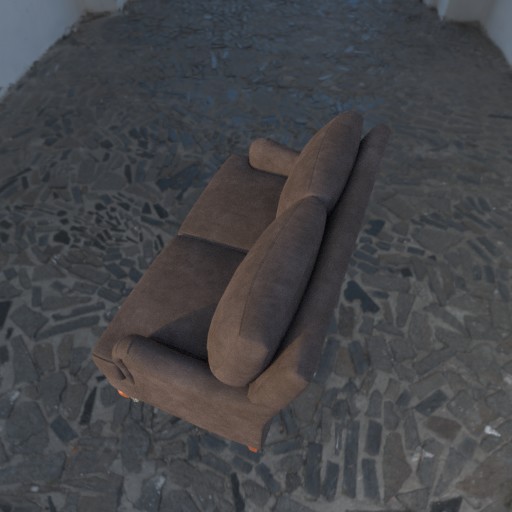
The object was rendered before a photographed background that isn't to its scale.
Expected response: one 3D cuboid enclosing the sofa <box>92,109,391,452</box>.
[{"bbox_3d":[0.000,0.000,2.570,1.084,1.101,1.853,16,50,14],"label":"sofa"}]
